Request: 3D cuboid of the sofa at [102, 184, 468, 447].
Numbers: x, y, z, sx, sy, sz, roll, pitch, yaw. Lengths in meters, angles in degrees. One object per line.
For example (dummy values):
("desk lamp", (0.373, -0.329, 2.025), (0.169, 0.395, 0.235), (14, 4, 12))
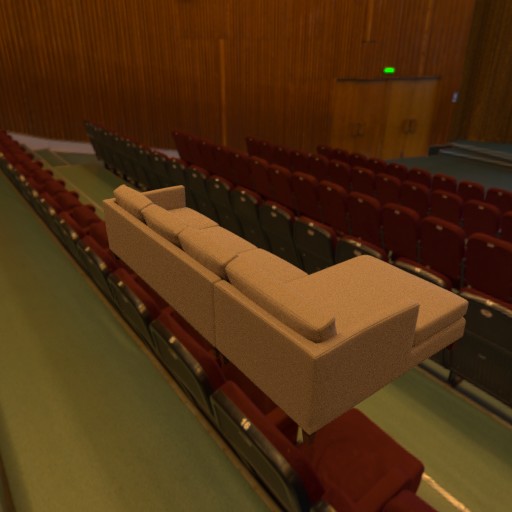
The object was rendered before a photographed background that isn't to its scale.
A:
("sofa", (0.000, 0.000, 3.990), (1.625, 0.846, 3.186), (-18, 31, -33))
